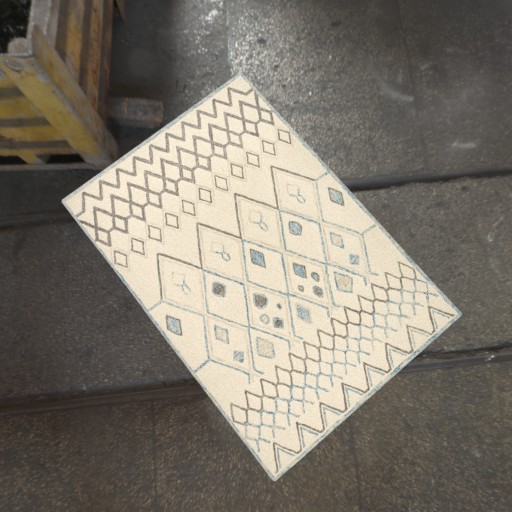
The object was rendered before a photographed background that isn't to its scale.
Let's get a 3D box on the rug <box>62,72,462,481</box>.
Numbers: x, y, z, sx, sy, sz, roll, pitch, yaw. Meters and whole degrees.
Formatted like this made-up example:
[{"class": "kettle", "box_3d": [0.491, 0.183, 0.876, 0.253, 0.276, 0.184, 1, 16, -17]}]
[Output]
[{"class": "rug", "box_3d": [0.000, 0.000, 2.348, 1.260, 0.009, 1.820, -38, 80, -8]}]
